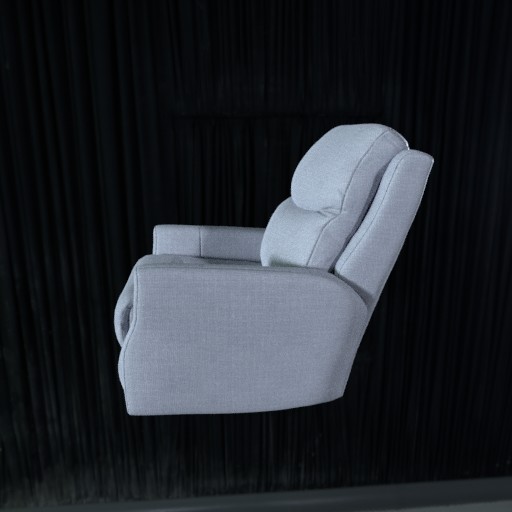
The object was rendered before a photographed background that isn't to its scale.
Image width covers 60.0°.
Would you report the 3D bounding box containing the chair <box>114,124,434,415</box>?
[{"bbox_3d":[0.000,0.000,1.809,1.080,1.030,0.829,-2,15,-7],"label":"chair"}]
